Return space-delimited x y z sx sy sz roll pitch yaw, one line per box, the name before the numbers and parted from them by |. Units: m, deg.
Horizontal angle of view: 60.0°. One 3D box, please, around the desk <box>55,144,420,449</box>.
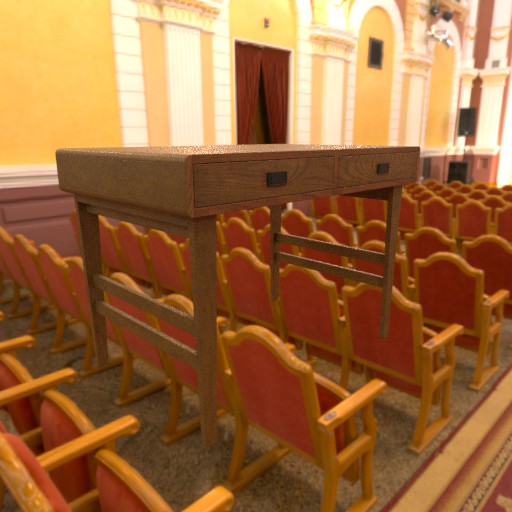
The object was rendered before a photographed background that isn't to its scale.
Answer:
desk | 0.000 0.000 1.582 0.660 0.754 1.066 15 21 43
